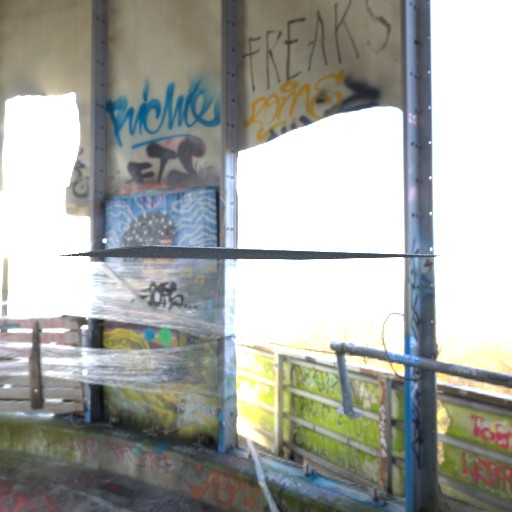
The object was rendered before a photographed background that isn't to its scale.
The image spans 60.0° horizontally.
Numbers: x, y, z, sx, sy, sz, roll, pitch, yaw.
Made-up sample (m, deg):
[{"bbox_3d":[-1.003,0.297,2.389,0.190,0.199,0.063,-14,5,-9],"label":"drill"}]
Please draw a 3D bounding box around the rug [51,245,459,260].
[{"bbox_3d":[0.000,0.000,2.153,1.634,0.003,1.190,1,-2,-36],"label":"rug"}]
